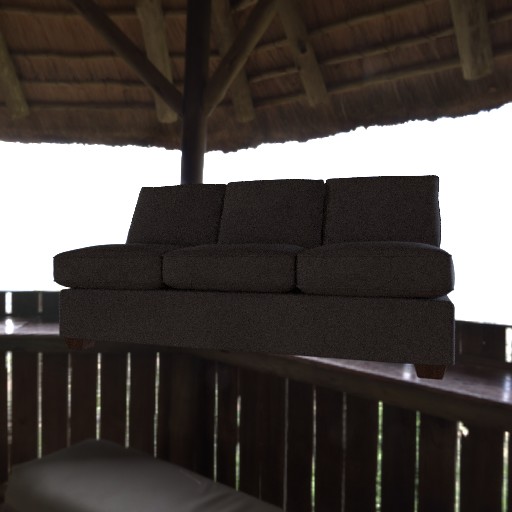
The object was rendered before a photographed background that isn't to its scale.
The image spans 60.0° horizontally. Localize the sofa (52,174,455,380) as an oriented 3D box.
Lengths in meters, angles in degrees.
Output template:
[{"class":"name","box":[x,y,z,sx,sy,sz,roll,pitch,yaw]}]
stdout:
[{"class":"sofa","box":[0.000,0.000,2.470,1.962,0.973,1.027,0,0,19]}]
